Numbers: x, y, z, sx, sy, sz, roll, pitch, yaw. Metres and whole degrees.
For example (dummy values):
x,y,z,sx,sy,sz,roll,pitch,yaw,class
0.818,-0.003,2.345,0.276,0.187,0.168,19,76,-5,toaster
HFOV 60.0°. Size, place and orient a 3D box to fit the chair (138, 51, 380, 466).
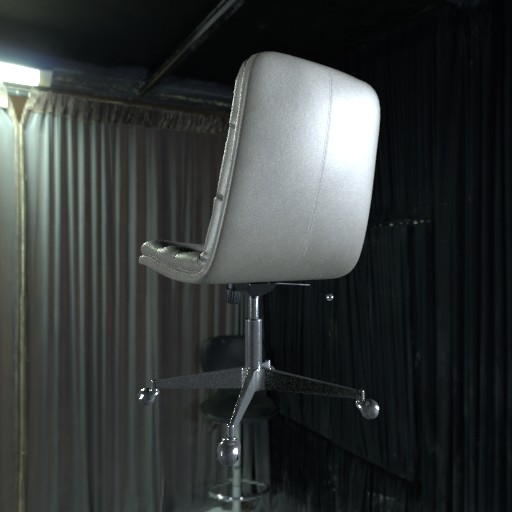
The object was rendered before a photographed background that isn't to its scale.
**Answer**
x,y,z,sx,sy,sz,roll,pitch,yaw,class
0.000,0.000,1.039,0.422,0.738,0.485,0,0,-36,chair
